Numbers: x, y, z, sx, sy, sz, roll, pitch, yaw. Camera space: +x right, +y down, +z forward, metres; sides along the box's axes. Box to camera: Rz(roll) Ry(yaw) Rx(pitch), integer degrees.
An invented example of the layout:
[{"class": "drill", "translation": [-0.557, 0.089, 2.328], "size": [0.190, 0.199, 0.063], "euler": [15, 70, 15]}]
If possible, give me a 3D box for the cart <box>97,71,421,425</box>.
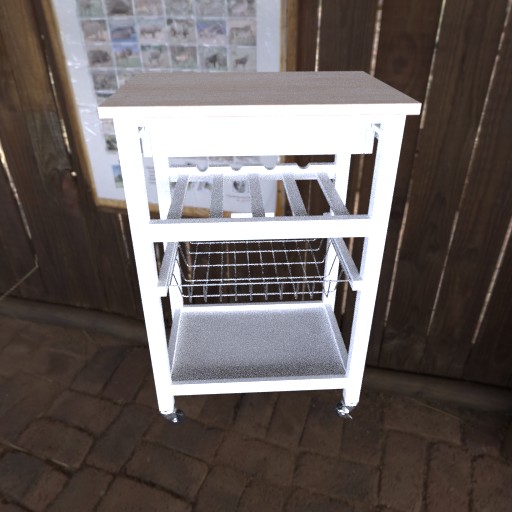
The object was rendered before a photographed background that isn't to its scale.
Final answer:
[{"class": "cart", "translation": [0.000, 0.000, 1.178], "size": [0.578, 0.857, 0.406], "euler": [-2, 30, -3]}]
